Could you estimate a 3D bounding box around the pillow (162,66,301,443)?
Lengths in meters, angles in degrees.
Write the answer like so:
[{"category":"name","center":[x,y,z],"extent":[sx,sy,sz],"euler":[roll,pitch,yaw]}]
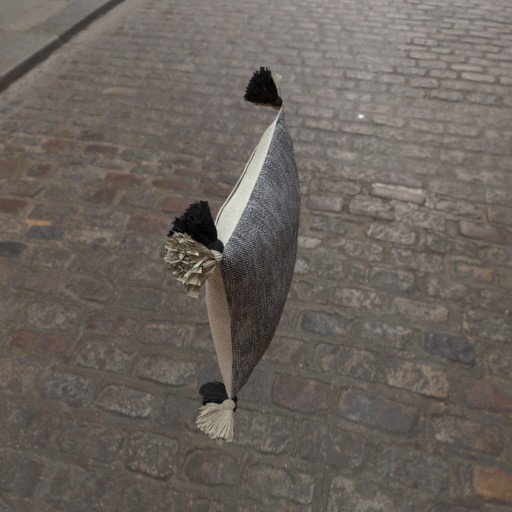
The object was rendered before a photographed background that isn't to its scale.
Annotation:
[{"category":"pillow","center":[0.000,0.000,1.001],"extent":[0.170,0.659,0.654],"euler":[10,48,9]}]
